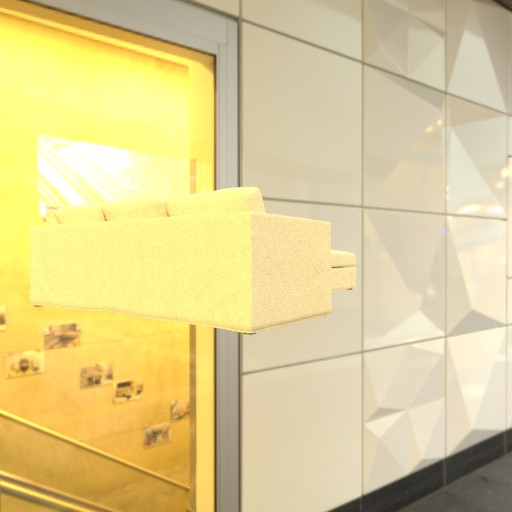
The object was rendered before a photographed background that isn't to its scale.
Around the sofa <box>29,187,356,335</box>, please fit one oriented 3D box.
[{"bbox_3d":[0.000,0.000,4.568,2.427,0.882,3.460,0,0,36],"label":"sofa"}]
